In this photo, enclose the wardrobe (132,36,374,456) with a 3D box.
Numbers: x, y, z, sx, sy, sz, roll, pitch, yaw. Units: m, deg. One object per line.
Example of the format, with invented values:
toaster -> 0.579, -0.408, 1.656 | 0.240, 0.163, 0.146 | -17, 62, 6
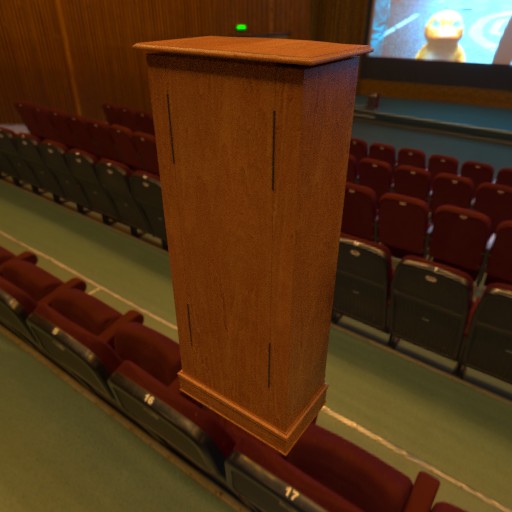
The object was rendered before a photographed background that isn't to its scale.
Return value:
wardrobe -> 0.000, 0.000, 1.106 | 0.406, 0.959, 0.273 | 20, 36, 30
